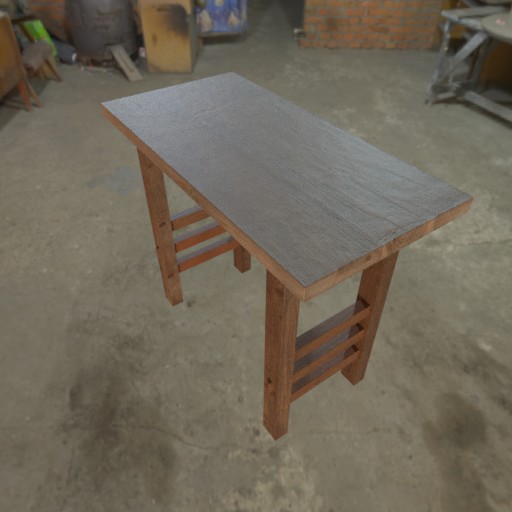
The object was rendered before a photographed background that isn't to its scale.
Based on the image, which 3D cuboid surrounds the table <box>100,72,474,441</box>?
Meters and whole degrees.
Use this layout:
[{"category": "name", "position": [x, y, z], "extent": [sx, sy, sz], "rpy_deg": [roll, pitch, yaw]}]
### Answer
[{"category": "table", "position": [0.000, 0.000, 1.640], "extent": [0.556, 0.914, 1.119], "rpy_deg": [-25, 47, -26]}]
